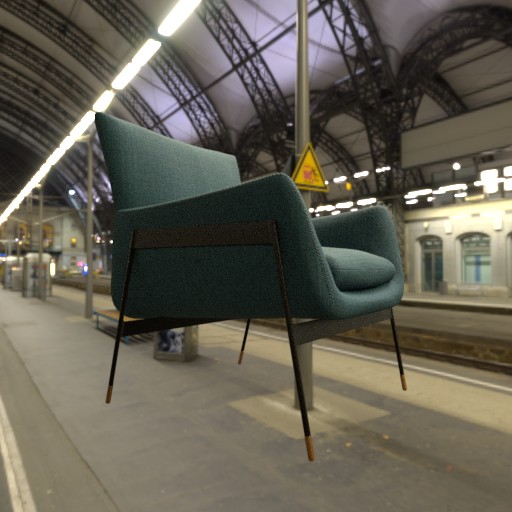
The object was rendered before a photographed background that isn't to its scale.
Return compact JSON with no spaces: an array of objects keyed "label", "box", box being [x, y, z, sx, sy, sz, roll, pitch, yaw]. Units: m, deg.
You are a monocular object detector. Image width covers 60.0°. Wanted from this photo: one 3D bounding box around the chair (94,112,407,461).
[{"label":"chair","box":[0.000,0.000,1.377,0.769,0.859,0.678,-1,-2,35]}]
